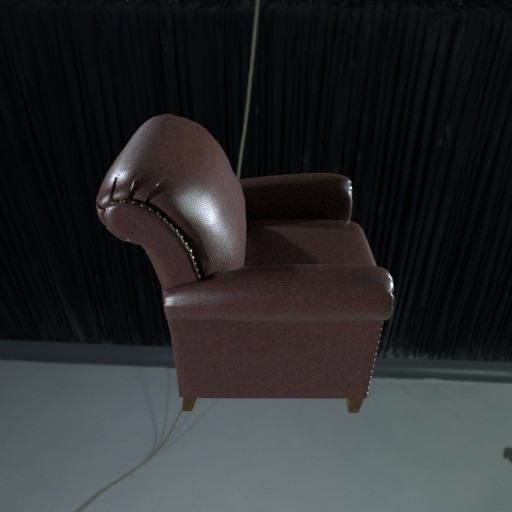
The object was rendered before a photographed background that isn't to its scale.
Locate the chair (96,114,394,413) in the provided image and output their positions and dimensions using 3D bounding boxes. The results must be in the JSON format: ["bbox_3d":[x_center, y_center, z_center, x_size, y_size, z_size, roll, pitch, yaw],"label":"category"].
[{"bbox_3d":[0.000,0.000,1.669,0.890,0.927,0.854,0,34,0],"label":"chair"}]
